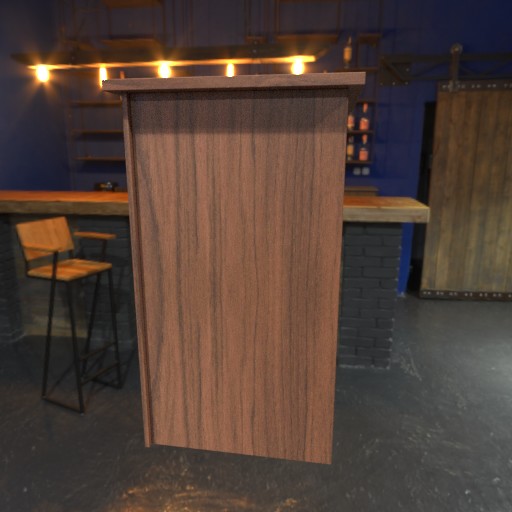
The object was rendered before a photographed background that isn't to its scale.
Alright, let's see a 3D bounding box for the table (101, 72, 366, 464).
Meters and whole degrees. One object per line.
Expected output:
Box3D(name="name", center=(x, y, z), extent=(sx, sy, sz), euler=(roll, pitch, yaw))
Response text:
Box3D(name="table", center=(0.000, 0.000, 0.927), extent=(0.381, 0.636, 0.480), euler=(2, 14, 10))
